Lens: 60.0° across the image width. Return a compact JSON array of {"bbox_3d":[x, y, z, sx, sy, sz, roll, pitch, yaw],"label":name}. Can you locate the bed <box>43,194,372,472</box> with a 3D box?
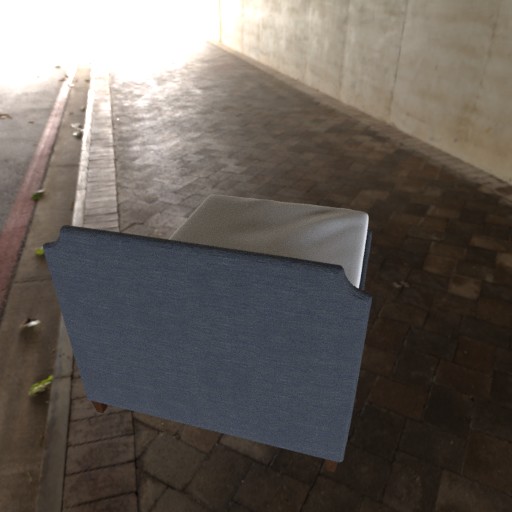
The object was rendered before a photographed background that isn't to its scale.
[{"bbox_3d":[0.000,0.000,3.396,1.713,1.443,2.372,8,32,14],"label":"bed"}]
